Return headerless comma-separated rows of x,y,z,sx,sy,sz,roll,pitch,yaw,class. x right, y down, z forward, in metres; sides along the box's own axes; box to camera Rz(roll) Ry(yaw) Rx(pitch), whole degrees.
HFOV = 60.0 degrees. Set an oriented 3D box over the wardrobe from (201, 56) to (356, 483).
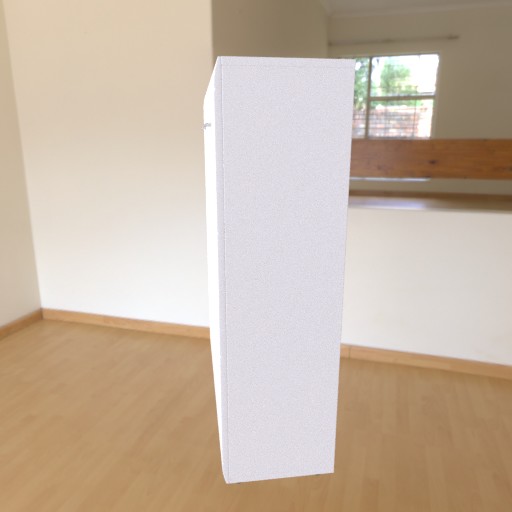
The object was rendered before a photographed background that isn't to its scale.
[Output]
0.000,0.000,1.624,0.360,1.200,0.900,-2,15,-8,wardrobe
